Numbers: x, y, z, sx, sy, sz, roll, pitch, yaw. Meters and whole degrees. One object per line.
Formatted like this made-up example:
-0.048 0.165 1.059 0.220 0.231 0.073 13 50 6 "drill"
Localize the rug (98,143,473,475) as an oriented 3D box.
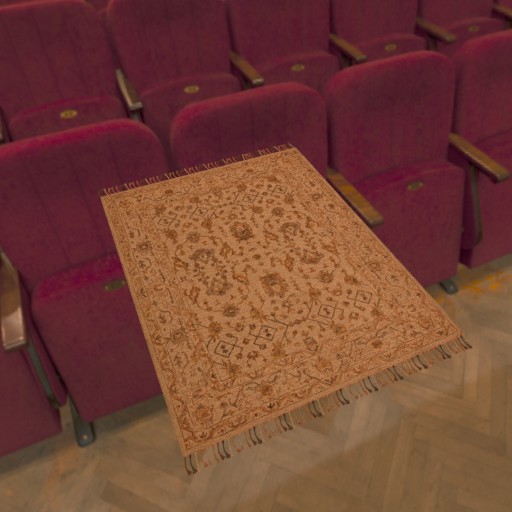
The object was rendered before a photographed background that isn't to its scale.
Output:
0.000 0.000 2.245 1.278 0.009 1.726 -18 49 -16 "rug"
